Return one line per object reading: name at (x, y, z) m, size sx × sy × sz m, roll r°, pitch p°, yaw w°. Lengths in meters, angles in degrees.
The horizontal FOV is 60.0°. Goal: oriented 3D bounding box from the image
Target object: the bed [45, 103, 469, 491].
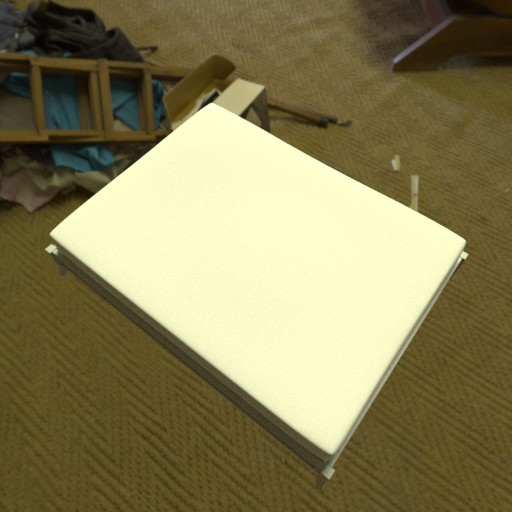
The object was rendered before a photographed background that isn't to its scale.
bed at (0.000, 0.000, 2.765) m, size 2.108 × 0.510 × 1.604 m, roll 33°, pitch 63°, yaw 19°
